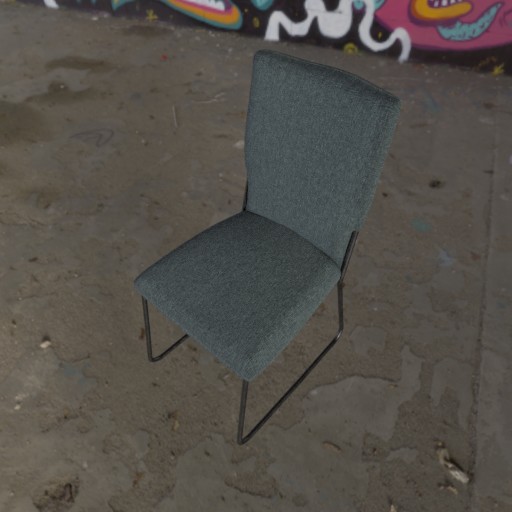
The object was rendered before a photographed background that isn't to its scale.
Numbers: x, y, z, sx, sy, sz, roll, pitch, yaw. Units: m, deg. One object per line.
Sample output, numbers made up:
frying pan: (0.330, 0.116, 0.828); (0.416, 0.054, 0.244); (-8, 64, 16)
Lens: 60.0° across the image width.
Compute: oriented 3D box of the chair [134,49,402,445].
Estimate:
chair: (0.000, 0.000, 1.300); (0.480, 0.931, 0.635); (33, 54, 28)
